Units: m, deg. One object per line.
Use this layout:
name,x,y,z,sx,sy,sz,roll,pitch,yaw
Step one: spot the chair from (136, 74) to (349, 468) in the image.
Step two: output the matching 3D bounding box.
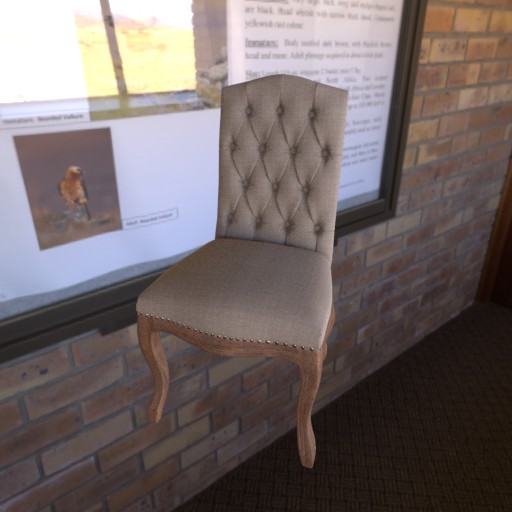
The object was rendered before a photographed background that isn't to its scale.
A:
chair,0.000,0.000,1.612,0.637,1.191,0.731,9,27,17
